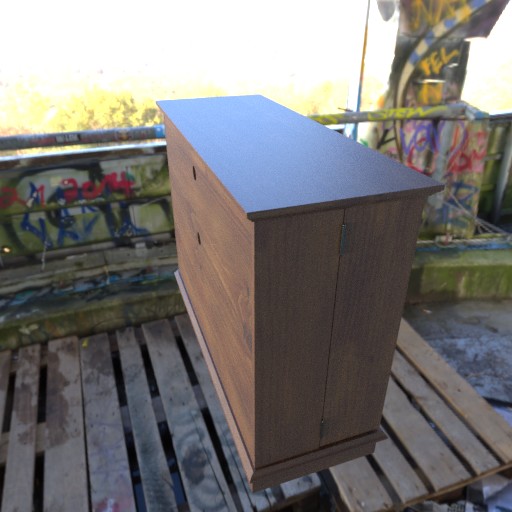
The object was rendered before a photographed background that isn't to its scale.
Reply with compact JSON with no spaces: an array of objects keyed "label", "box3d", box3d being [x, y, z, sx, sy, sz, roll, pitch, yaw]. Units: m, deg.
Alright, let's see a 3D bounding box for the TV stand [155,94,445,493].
[{"label":"TV stand","box3d":[0.000,0.000,1.441,0.406,0.813,1.067,-10,31,-17]}]
